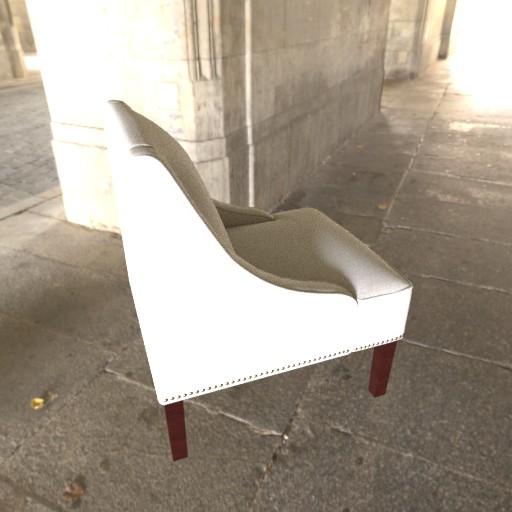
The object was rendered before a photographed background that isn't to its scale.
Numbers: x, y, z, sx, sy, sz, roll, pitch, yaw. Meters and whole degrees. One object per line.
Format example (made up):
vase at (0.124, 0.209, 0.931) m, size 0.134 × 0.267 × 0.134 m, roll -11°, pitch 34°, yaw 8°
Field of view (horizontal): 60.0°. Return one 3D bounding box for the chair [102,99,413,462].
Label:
chair at (0.000, 0.000, 1.369) m, size 0.748 × 0.872 × 0.628 m, roll -10°, pitch 31°, yaw -18°
